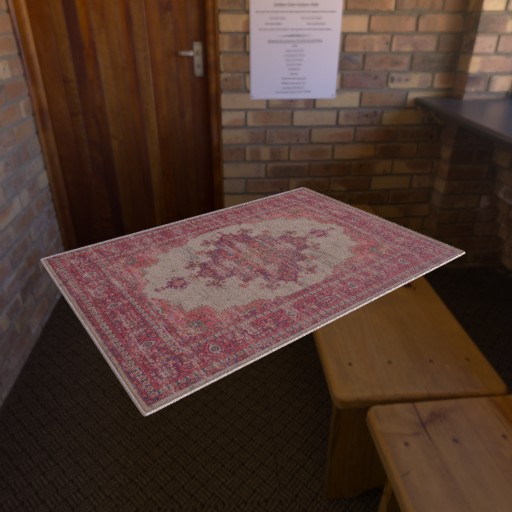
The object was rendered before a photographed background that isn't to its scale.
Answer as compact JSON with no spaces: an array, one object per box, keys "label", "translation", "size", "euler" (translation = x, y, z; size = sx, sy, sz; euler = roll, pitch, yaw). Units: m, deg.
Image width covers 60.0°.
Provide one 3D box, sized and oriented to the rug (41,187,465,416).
[{"label":"rug","translation":[0.000,0.000,3.644],"size":[2.878,0.014,2.005],"euler":[-20,34,-32]}]
